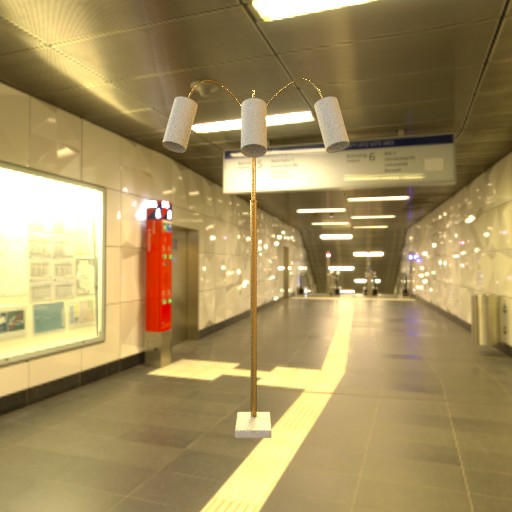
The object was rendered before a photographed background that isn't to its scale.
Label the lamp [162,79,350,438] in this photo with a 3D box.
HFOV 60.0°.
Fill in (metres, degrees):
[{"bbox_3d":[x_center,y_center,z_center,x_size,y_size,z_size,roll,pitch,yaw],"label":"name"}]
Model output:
[{"bbox_3d":[0.000,0.000,2.507,1.020,2.055,0.667,0,-1,0],"label":"lamp"}]
